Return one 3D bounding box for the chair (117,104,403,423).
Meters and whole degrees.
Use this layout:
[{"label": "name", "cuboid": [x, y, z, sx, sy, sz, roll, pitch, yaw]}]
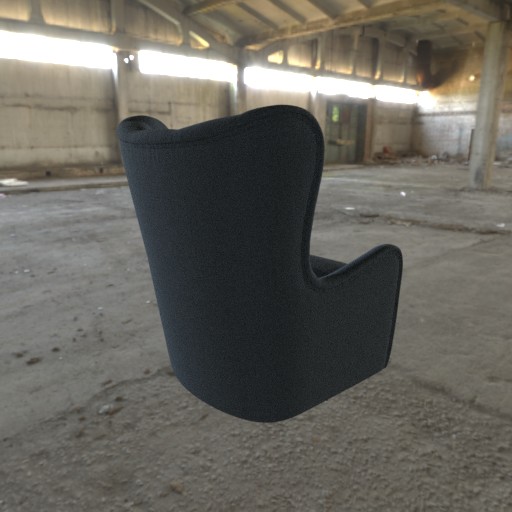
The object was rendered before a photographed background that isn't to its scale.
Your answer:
[{"label": "chair", "cuboid": [0.000, 0.000, 1.766, 0.930, 1.079, 0.831, -14, 20, -42]}]
